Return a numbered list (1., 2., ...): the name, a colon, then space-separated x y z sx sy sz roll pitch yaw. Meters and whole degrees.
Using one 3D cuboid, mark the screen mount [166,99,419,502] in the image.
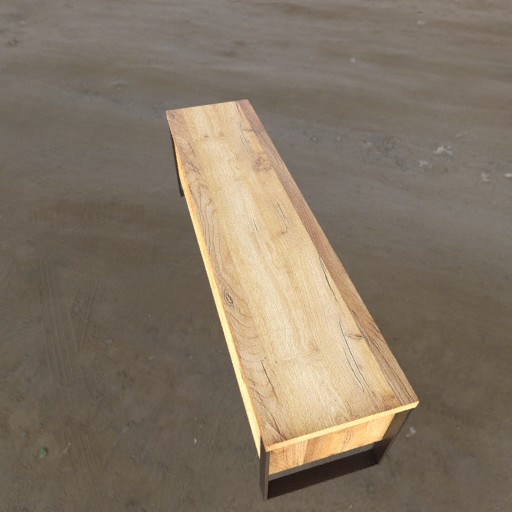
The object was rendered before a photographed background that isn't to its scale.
1. screen mount: 0.000 0.000 1.678 0.395 0.450 1.524 -12 48 -11
